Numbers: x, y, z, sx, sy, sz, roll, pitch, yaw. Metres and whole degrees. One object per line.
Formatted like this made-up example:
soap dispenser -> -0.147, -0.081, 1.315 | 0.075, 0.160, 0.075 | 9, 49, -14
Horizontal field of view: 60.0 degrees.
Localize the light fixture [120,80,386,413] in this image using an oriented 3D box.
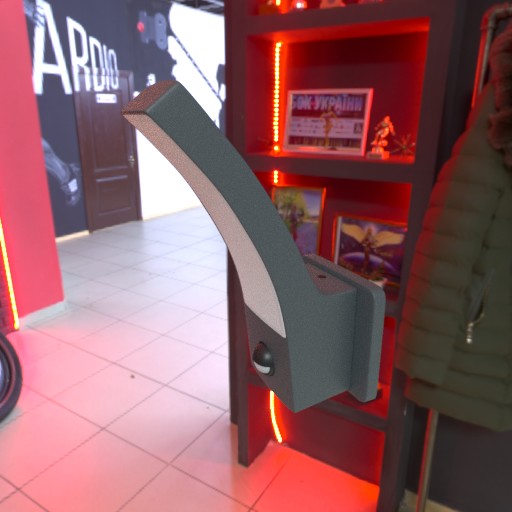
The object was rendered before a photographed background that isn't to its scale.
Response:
light fixture -> 0.000, 0.000, 0.336 | 0.174, 0.243, 0.108 | -8, 19, -24
